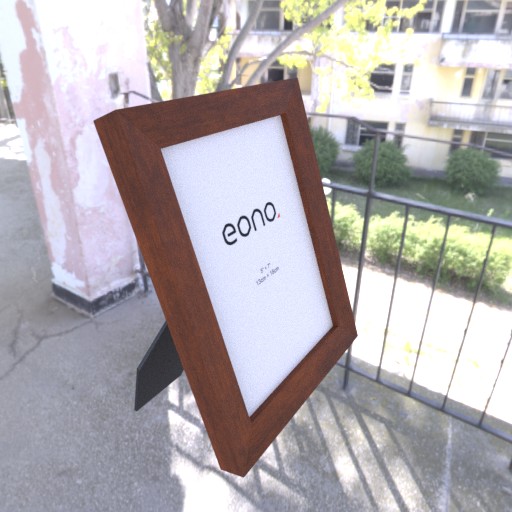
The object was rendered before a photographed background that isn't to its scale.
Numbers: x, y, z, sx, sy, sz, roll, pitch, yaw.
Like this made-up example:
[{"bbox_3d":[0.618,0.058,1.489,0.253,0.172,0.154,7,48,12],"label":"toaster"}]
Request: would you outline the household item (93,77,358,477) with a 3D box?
[{"bbox_3d":[0.000,0.000,0.293,0.096,0.204,0.160,18,33,31],"label":"household item"}]
